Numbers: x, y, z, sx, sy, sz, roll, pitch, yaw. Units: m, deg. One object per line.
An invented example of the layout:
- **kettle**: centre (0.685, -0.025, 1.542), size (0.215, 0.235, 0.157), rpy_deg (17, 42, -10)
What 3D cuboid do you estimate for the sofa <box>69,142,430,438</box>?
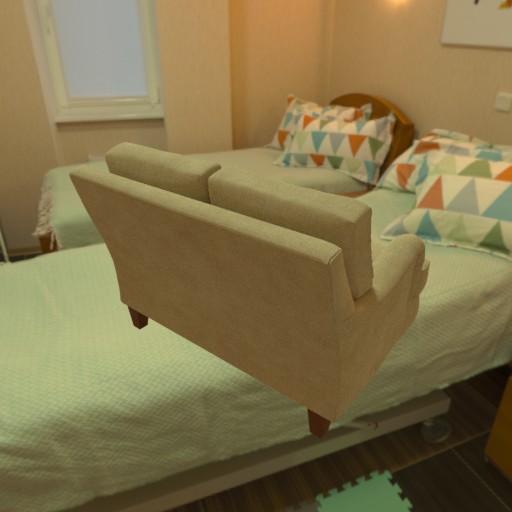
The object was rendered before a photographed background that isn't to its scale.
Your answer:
- **sofa**: centre (0.000, 0.000, 2.291), size (1.498, 1.087, 1.086), rpy_deg (20, 34, 34)
